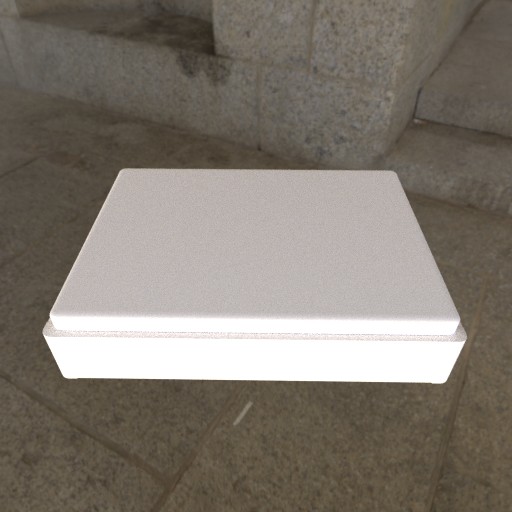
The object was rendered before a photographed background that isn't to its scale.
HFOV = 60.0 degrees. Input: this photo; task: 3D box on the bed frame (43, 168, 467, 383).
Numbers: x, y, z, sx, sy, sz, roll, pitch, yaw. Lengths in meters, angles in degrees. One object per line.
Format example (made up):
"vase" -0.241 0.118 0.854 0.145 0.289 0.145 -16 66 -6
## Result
"bed frame" 0.000 0.000 2.561 1.900 0.406 1.400 1 40 1
